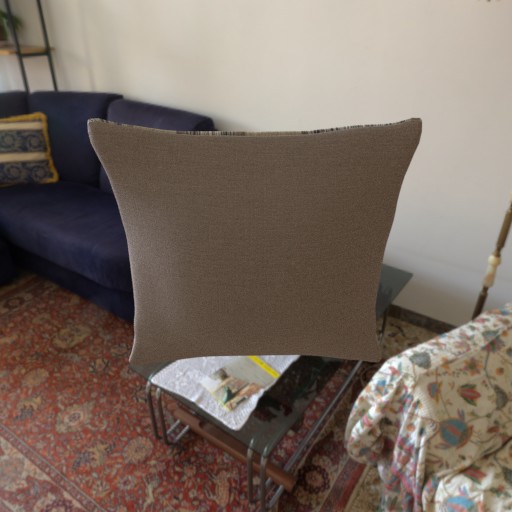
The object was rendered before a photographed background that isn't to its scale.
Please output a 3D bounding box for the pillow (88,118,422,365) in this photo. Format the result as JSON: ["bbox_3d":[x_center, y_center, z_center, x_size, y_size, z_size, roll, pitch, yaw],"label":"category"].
[{"bbox_3d":[0.000,0.000,0.675,0.435,0.416,0.189,-1,31,-1],"label":"pillow"}]
